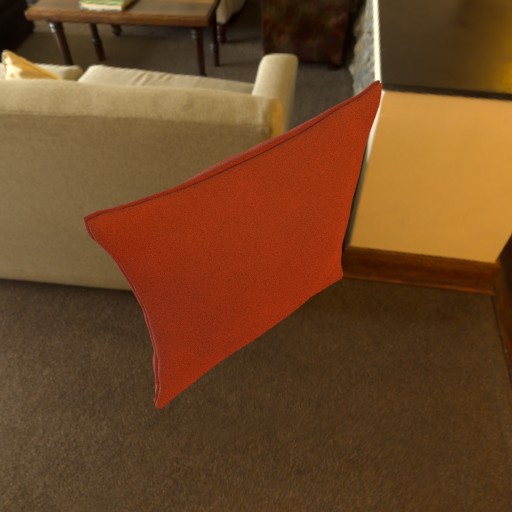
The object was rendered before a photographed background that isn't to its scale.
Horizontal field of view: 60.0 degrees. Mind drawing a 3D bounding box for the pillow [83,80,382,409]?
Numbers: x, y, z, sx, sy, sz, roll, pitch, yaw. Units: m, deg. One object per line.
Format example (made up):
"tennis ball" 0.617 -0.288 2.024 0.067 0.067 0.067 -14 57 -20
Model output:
"pillow" 0.000 0.000 0.662 0.435 0.416 0.151 -32 55 -25
